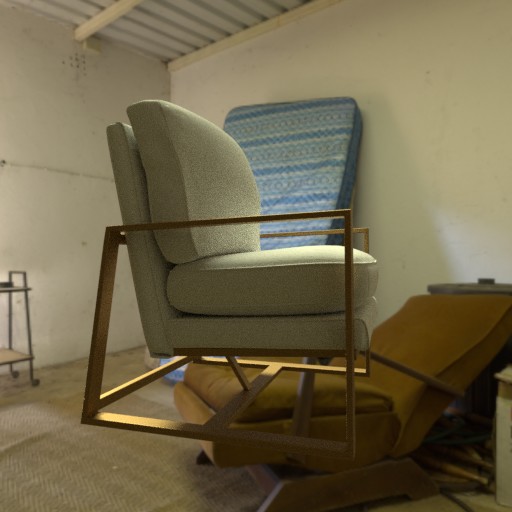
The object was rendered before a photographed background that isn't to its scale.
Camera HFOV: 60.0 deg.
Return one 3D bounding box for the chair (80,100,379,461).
[{"bbox_3d":[0.000,0.000,1.538,0.813,0.966,0.805,0,0,17],"label":"chair"}]
